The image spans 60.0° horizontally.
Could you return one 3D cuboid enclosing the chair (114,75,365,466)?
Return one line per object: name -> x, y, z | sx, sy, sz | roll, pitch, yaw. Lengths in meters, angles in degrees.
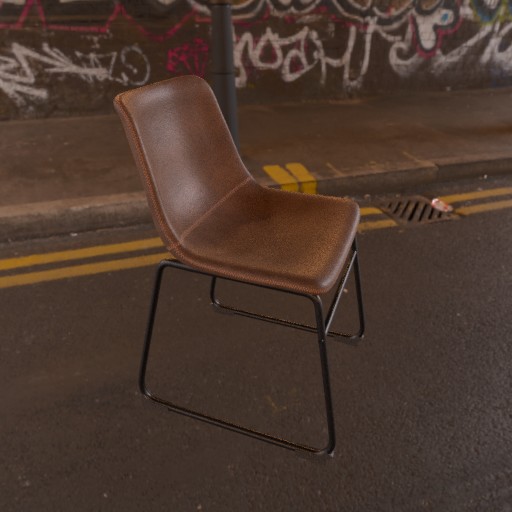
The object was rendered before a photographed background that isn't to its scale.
chair -> 0.000, 0.000, 1.104 | 0.551, 0.780, 0.460 | 11, 32, 18
